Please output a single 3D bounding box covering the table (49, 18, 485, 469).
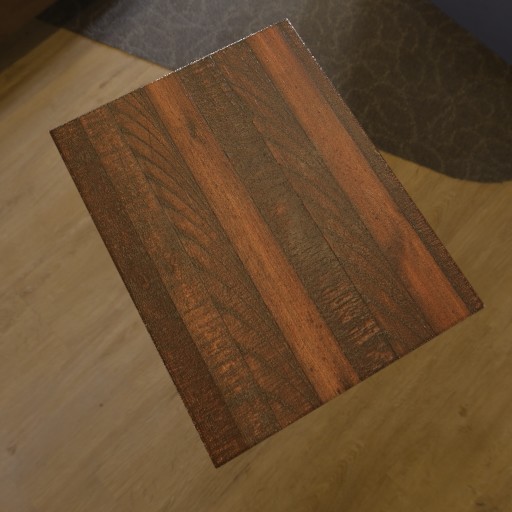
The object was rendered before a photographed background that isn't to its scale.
[{"bbox_3d":[0.000,0.000,1.097,0.524,0.612,0.678,-29,78,-7],"label":"table"}]
